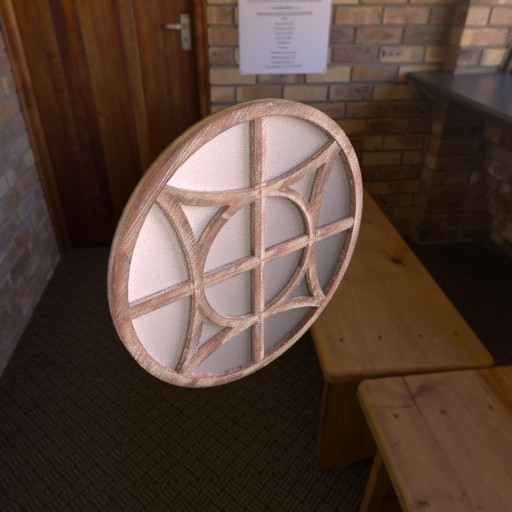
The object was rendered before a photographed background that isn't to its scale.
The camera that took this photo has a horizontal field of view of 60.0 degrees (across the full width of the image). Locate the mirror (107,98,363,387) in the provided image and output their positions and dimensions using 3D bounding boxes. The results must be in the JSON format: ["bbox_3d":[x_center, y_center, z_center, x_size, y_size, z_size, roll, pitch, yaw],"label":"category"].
[{"bbox_3d":[0.000,0.000,1.053,0.710,0.710,0.038,-22,38,-32],"label":"mirror"}]
